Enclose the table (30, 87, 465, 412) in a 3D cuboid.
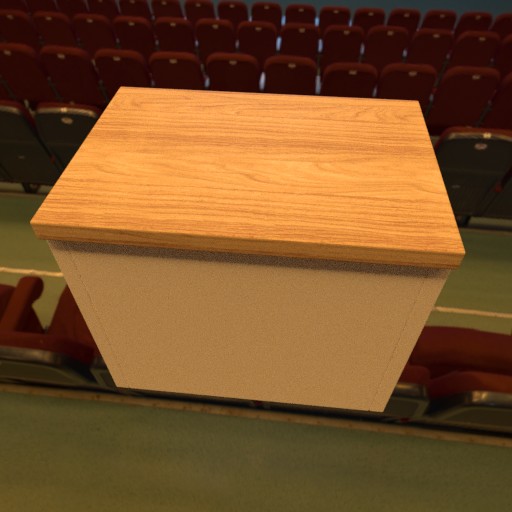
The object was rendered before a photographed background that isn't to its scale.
[{"bbox_3d":[0.000,0.000,0.785,0.500,0.440,0.360,4,47,4],"label":"table"}]
